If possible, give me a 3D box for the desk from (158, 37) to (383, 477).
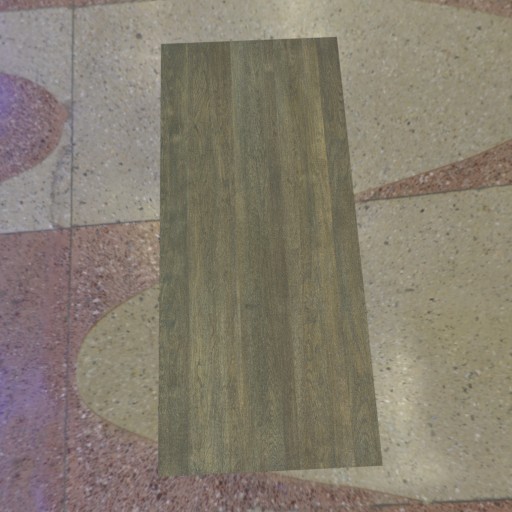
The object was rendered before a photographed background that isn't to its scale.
[{"bbox_3d":[0.000,0.000,1.972,0.730,0.780,1.600,-3,76,-1],"label":"desk"}]
